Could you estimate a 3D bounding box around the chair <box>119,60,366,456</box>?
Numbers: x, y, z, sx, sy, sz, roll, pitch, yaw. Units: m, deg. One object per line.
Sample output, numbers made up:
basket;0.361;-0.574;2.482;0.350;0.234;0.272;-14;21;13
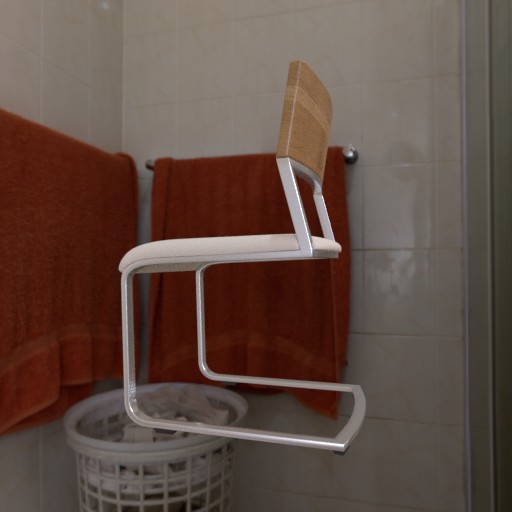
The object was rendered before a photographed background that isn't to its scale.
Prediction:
chair;0.000;0.000;1.223;0.585;0.844;0.467;0;-1;17
